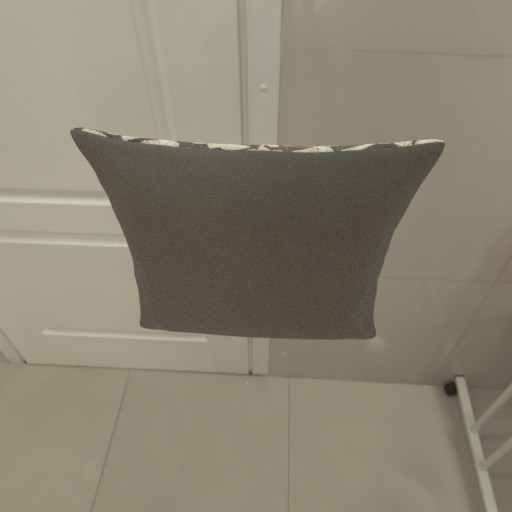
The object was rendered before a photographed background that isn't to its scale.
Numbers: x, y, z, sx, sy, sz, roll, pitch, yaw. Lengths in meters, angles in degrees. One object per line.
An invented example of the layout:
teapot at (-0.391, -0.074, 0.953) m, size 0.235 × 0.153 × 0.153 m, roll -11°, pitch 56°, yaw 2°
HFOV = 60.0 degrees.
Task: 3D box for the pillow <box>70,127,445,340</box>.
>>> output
pillow at (0.000, 0.000, 0.803) m, size 0.526 × 0.507 × 0.166 m, roll 2°, pitch 47°, yaw 2°
